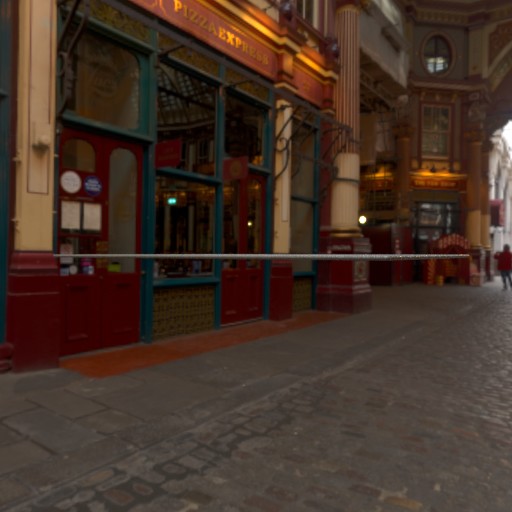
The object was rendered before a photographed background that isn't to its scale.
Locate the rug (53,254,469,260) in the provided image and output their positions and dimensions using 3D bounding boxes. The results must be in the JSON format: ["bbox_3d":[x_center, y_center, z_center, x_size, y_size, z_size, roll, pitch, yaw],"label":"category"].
[{"bbox_3d":[0.000,0.000,2.212,1.748,0.014,1.144,0,0,36],"label":"rug"}]
